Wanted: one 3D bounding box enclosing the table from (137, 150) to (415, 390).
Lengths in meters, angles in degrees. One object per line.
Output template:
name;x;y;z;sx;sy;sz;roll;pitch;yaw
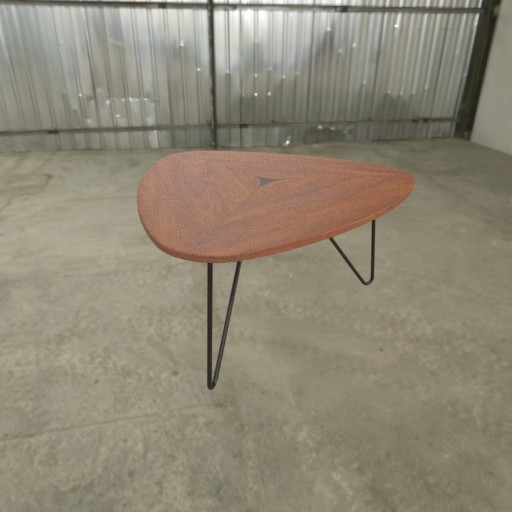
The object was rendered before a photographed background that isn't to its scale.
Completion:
table;0.000;0.000;1.321;0.833;0.413;0.821;9;28;16
